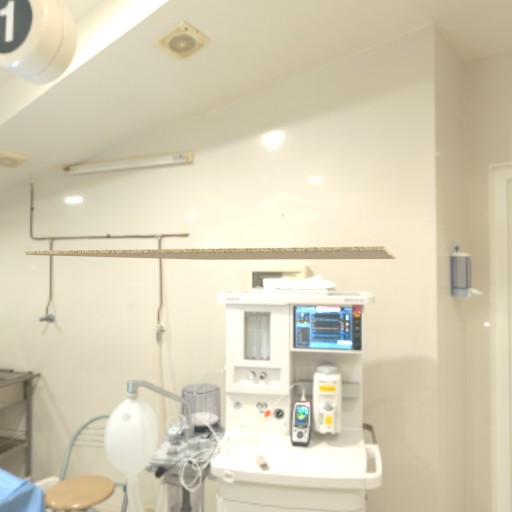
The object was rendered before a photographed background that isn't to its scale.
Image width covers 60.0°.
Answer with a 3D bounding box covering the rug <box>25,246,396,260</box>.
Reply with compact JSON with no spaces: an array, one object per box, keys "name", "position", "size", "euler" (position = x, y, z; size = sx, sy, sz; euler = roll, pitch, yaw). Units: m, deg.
[{"name":"rug","position":[0.000,0.000,4.073],"size":[2.401,0.025,3.001],"euler":[0,-1,18]}]
